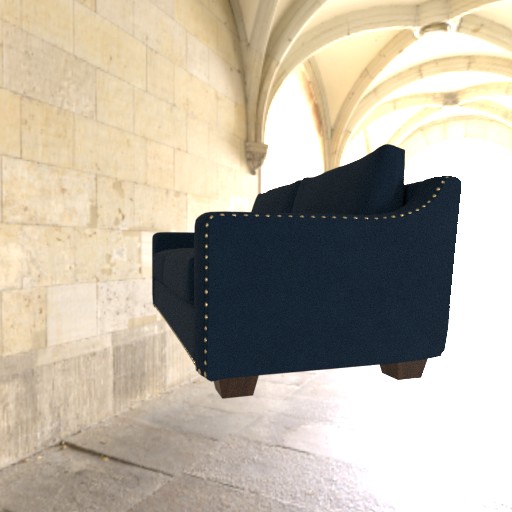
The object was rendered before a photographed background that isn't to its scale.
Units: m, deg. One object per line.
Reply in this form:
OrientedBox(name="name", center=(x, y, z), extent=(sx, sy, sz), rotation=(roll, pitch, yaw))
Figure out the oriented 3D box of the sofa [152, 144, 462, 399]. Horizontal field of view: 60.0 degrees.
OrientedBox(name="sofa", center=(0.000, 0.000, 2.640), extent=(1.104, 0.983, 2.107), rotation=(0, 1, -18))
